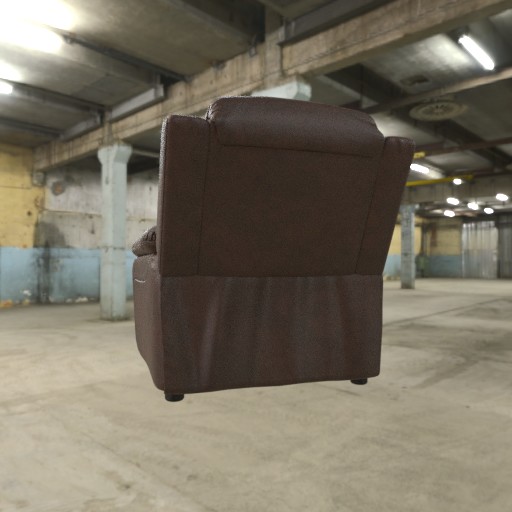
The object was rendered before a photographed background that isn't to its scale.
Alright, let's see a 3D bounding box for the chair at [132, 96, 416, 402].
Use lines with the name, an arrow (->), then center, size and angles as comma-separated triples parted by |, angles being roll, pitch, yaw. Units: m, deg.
chair -> 0.000, 0.000, 1.287 | 0.680, 0.702, 0.707 | 0, -1, -17
